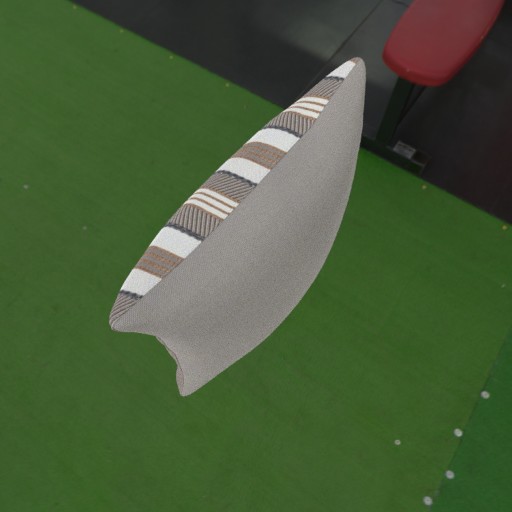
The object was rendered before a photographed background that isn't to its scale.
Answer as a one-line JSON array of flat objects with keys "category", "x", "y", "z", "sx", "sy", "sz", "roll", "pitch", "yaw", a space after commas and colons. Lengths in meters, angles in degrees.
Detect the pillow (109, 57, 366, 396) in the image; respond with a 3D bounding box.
[{"category": "pillow", "x": 0.000, "y": 0.000, "z": 0.630, "sx": 0.173, "sy": 0.401, "sz": 0.416, "roll": 34, "pitch": 68, "yaw": 16}]
